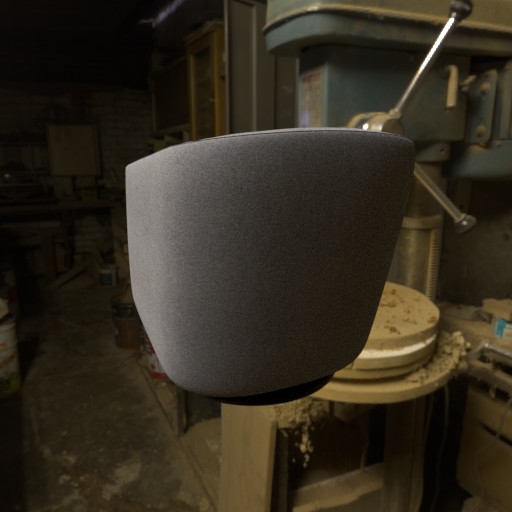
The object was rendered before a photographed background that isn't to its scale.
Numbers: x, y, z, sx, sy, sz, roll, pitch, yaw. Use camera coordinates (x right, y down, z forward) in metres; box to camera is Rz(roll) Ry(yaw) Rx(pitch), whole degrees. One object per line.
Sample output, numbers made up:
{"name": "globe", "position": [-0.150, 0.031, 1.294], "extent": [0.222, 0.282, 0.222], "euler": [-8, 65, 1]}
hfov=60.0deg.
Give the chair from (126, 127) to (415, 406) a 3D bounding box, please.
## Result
{"name": "chair", "position": [0.000, 0.000, 1.617], "extent": [0.822, 0.861, 0.986], "euler": [-7, 15, -26]}
